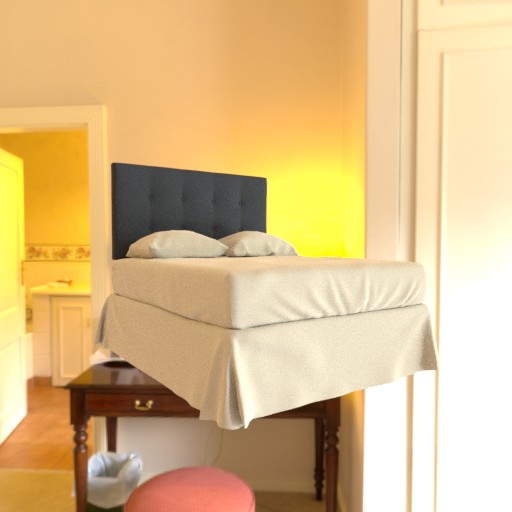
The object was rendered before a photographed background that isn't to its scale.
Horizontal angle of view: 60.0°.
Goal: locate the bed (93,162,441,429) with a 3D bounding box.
[{"bbox_3d":[0.000,0.000,3.462,1.936,1.577,2.222,-1,2,-35],"label":"bed"}]
